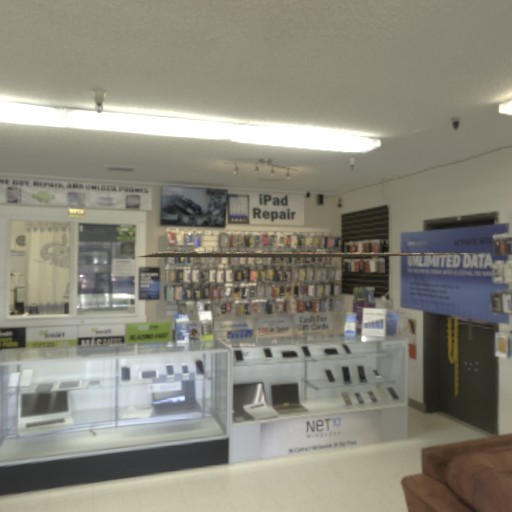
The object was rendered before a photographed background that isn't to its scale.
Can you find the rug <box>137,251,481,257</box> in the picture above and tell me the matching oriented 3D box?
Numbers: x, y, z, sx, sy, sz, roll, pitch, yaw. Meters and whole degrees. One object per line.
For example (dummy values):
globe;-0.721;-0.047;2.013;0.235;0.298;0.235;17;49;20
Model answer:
rug;0.000;0.000;3.011;1.524;0.008;2.438;0;-1;-17
